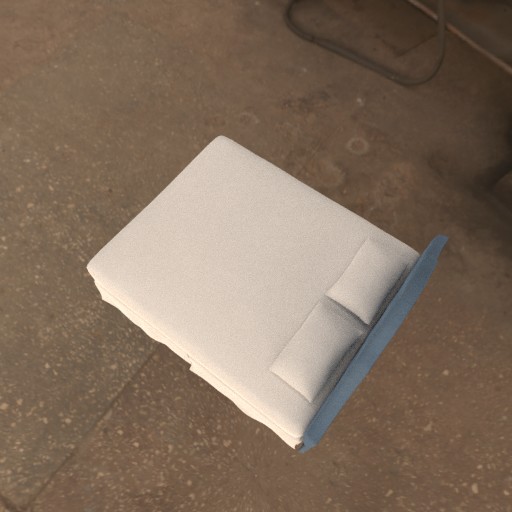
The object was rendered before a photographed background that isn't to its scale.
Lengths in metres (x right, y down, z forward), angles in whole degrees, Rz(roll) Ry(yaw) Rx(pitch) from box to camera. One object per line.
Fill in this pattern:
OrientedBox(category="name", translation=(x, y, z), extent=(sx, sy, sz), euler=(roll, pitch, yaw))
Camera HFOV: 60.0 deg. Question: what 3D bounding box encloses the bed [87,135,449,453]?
OrientedBox(category="bed", translation=(0.000, 0.000, 3.831), extent=(2.477, 1.617, 2.039), euler=(34, 68, 16))
